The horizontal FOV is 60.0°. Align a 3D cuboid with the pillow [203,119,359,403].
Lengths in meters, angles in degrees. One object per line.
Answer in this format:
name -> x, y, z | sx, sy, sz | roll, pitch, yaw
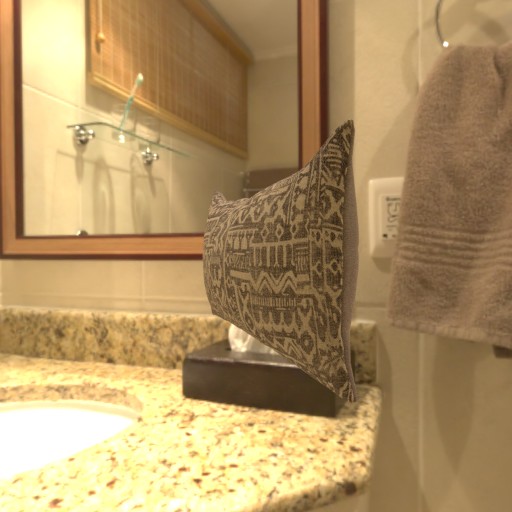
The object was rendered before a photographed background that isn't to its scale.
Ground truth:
pillow -> 0.000, 0.000, 0.744 | 0.148, 0.290, 0.631 | 0, 1, -18
